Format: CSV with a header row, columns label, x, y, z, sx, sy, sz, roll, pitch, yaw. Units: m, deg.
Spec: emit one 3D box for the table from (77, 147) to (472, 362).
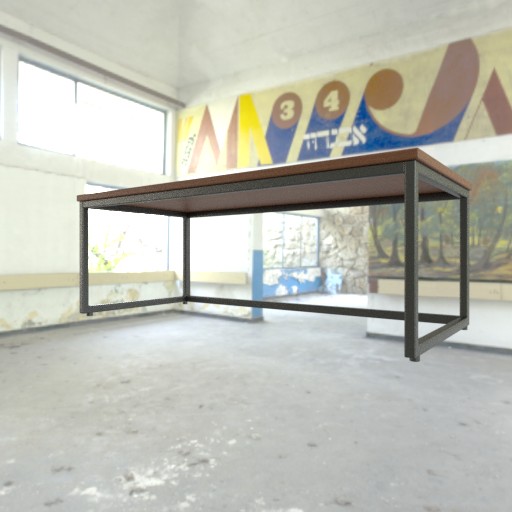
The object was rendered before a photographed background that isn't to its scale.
label,x,y,z,sx,sy,sz,roll,pitch,yaw
table,0.000,0.000,1.336,1.100,0.400,0.500,0,0,36
